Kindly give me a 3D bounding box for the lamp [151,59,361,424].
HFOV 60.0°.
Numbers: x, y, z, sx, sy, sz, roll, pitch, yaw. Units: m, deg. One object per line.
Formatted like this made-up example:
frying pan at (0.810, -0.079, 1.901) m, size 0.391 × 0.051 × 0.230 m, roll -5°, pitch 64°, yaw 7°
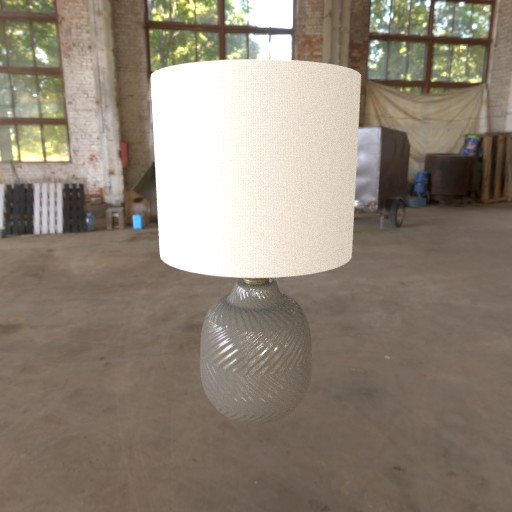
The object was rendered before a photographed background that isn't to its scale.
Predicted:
lamp at (0.000, 0.000, 0.489) m, size 0.207 × 0.366 × 0.207 m, roll 2°, pitch 14°, yaw 8°
